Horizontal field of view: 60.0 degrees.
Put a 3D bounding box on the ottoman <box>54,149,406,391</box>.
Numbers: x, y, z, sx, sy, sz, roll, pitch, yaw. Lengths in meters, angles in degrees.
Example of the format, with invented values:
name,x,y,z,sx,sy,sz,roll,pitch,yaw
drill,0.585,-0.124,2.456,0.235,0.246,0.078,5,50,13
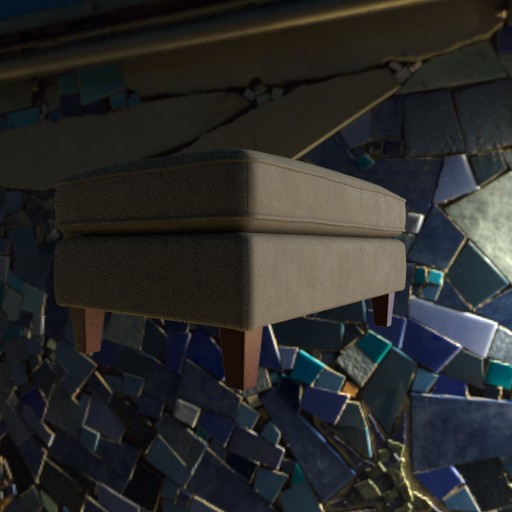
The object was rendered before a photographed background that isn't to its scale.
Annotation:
name,x,y,z,sx,sy,sz,roll,pitch,yaw
ottoman,0.000,0.000,1.311,0.636,0.480,0.941,1,2,35
